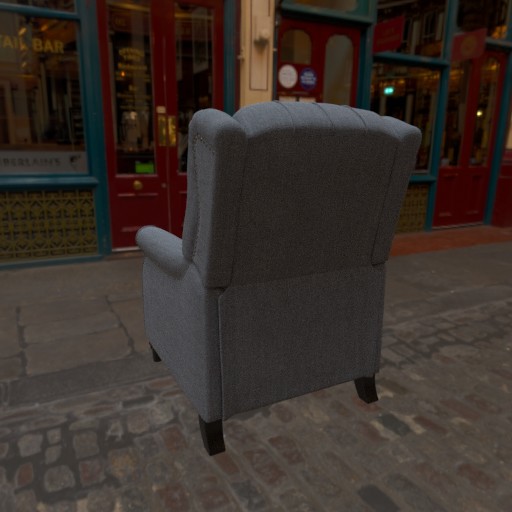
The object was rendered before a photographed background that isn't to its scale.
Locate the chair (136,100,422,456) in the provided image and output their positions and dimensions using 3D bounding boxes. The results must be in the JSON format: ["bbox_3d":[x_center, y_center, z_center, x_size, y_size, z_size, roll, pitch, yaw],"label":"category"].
[{"bbox_3d":[0.000,0.000,1.656,0.742,1.035,0.898,-7,15,-27],"label":"chair"}]
